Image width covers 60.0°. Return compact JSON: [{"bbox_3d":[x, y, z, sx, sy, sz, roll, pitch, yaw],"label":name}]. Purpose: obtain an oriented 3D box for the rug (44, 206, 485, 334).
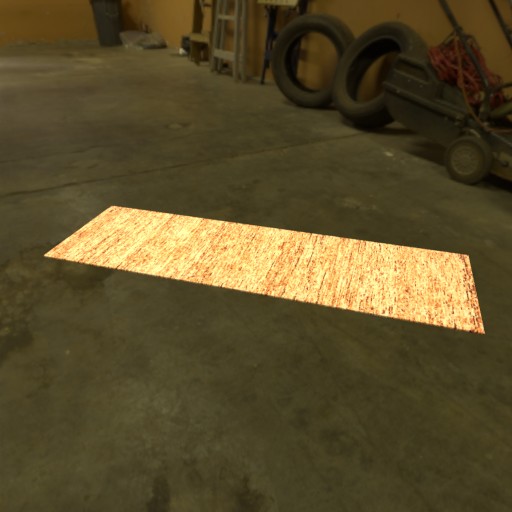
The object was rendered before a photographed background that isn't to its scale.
[{"bbox_3d":[0.000,0.000,2.439,2.237,0.014,0.680,9,32,14],"label":"rug"}]
